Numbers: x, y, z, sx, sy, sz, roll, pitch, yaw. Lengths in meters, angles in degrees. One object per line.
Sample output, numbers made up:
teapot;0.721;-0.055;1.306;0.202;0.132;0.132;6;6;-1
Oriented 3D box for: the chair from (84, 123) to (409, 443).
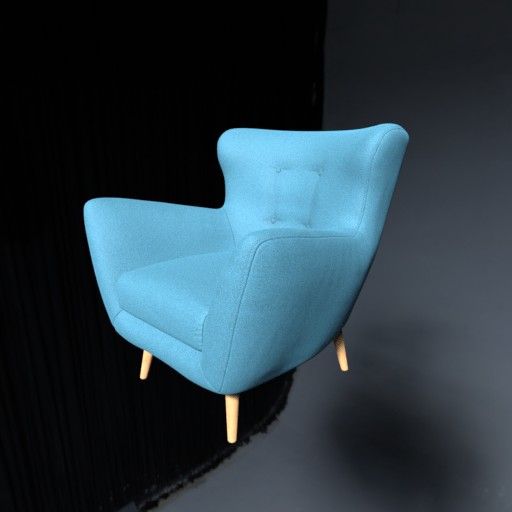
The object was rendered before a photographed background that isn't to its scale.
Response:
chair;0.000;0.000;1.564;0.889;0.889;0.890;-14;20;-42
